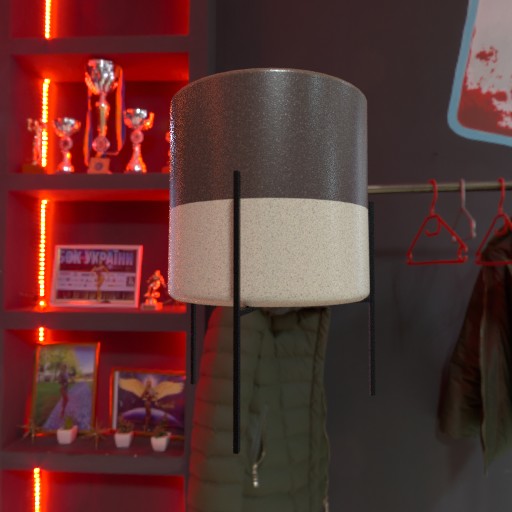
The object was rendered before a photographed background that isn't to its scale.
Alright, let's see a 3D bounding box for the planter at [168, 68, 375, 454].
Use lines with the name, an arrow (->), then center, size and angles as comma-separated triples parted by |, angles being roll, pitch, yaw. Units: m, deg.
planter -> 0.000, 0.000, 0.531 | 0.260, 0.353, 0.250 | -1, -2, 36
